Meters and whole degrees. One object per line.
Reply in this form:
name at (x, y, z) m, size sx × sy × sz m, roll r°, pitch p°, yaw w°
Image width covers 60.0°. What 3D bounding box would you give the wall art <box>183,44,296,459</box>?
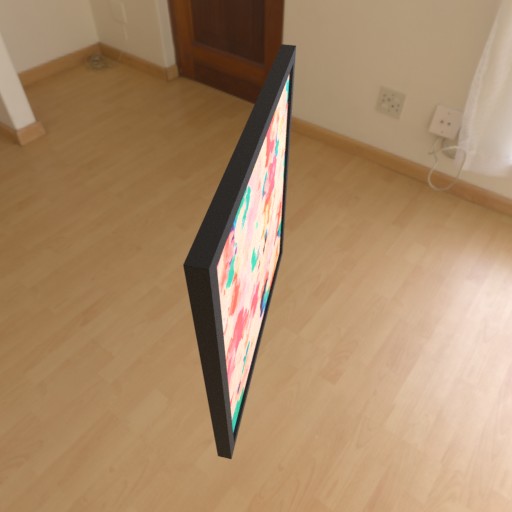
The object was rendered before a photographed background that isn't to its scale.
wall art at (0.000, 0.000, 0.457) m, size 0.015 × 0.304 × 0.306 m, roll 9°, pitch 48°, yaw 8°
